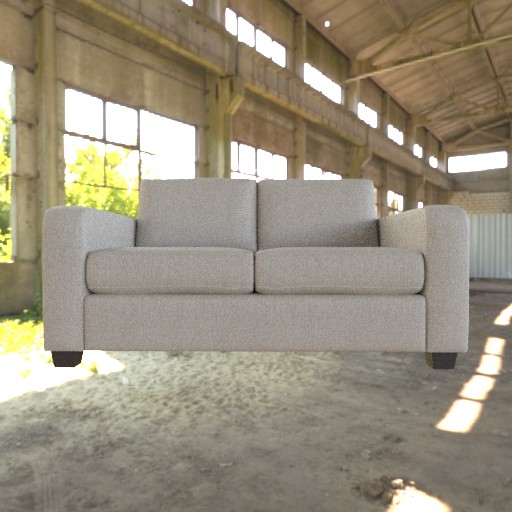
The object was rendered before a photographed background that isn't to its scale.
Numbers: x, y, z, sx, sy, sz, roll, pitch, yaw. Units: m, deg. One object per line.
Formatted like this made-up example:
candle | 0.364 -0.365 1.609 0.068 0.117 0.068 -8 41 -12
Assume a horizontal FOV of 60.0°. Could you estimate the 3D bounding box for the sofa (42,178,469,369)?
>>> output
sofa | 0.000 0.000 2.010 1.540 0.800 0.900 0 1 1
